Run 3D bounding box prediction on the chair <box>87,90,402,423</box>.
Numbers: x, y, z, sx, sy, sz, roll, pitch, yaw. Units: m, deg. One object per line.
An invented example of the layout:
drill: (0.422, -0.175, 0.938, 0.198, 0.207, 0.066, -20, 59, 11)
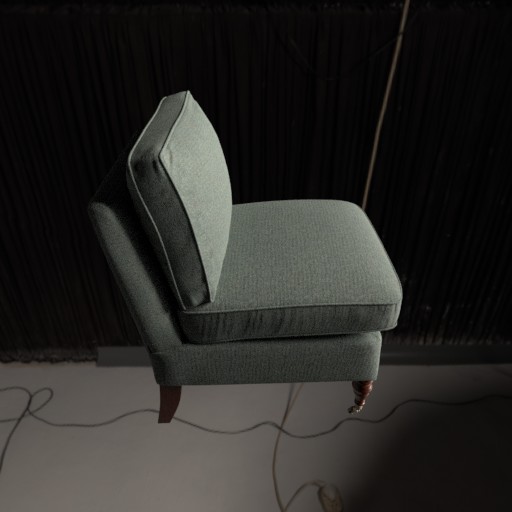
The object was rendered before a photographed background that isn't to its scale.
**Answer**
chair: (0.000, 0.000, 1.428, 0.796, 0.901, 0.624, -1, 33, -1)
